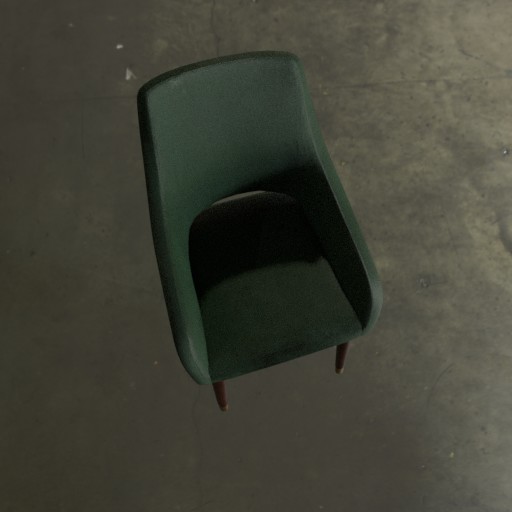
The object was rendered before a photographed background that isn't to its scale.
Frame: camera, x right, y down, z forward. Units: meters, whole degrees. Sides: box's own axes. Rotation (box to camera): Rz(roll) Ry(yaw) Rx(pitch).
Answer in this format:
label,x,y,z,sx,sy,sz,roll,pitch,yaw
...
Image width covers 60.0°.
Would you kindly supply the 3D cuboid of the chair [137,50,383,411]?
label,x,y,z,sx,sy,sz,roll,pitch,yaw
chair,0.000,0.000,1.593,0.683,1.081,0.794,-16,64,-8
